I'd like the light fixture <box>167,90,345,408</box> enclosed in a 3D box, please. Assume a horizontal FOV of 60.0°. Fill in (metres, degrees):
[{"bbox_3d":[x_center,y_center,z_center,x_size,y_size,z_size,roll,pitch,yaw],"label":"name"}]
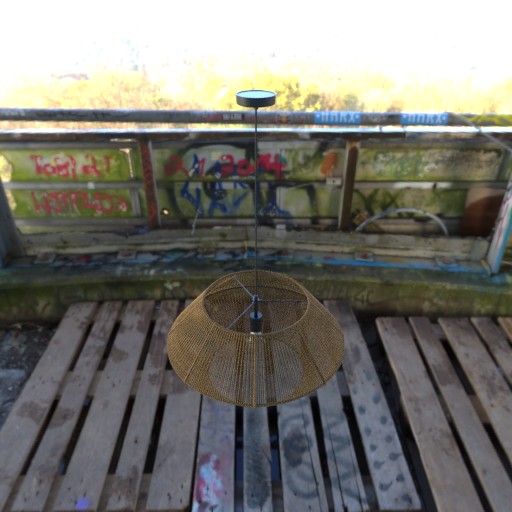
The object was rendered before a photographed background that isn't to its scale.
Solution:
[{"bbox_3d":[0.000,0.000,1.441,0.643,1.009,0.643,0,31,0],"label":"light fixture"}]
